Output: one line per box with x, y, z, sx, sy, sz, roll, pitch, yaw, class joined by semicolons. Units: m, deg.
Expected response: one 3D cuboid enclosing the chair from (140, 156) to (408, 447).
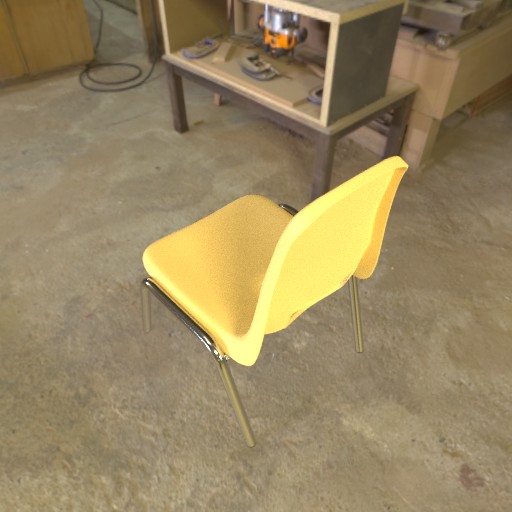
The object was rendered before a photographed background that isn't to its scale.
0.000;0.000;0.799;0.354;0.536;0.385;-31;53;-28;chair
